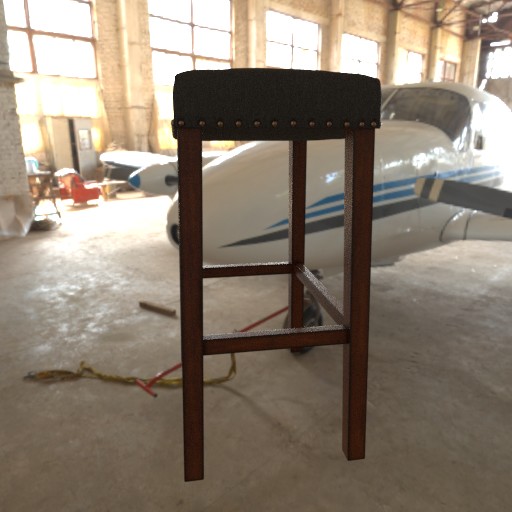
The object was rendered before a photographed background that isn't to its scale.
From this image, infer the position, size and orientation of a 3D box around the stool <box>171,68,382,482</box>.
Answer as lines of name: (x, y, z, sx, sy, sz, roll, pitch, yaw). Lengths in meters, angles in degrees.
stool: (0.000, 0.000, 1.017, 0.366, 0.748, 0.502, -3, 16, -10)
